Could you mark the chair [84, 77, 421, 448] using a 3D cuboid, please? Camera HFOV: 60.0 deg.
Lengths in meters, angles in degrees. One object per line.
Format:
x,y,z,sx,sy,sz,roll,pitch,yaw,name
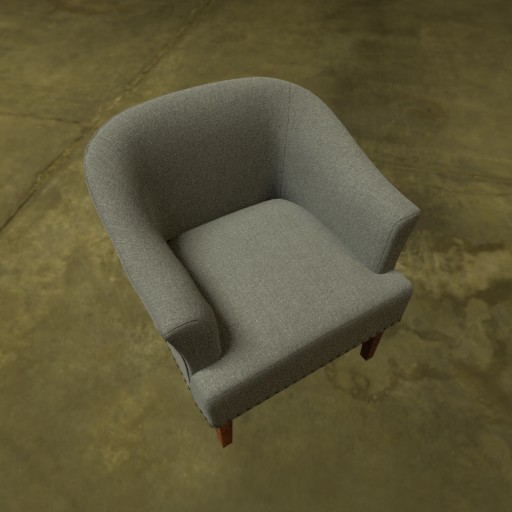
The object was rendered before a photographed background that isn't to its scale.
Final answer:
0.000,0.000,1.380,0.798,0.815,0.704,-24,51,-21,chair
